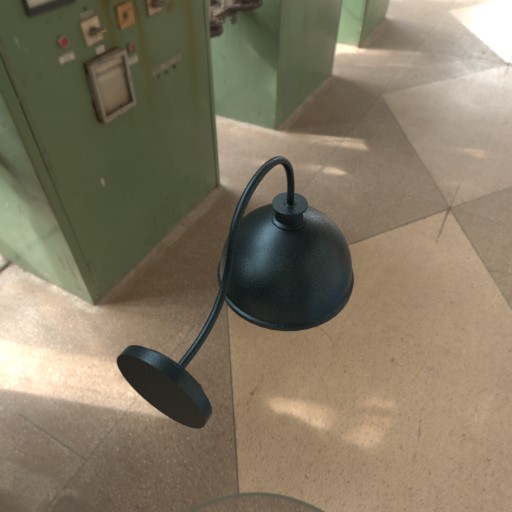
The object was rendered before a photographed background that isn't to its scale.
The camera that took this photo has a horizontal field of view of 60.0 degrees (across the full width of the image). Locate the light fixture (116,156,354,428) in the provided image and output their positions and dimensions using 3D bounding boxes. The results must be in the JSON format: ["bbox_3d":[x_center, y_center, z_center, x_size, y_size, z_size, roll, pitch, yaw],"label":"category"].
[{"bbox_3d":[0.000,0.000,0.661,0.253,0.295,0.467,23,50,21],"label":"light fixture"}]
